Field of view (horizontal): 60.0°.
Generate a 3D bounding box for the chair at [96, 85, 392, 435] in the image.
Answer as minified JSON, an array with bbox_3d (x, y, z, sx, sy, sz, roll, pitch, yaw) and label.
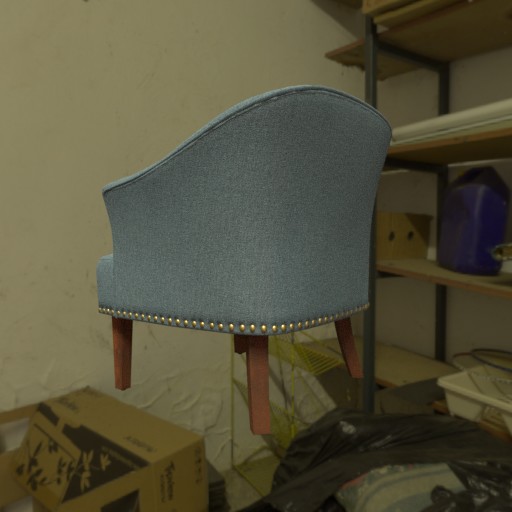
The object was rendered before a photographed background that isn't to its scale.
[{"bbox_3d":[0.000,0.000,1.365,0.704,0.815,0.772,1,2,37],"label":"chair"}]
